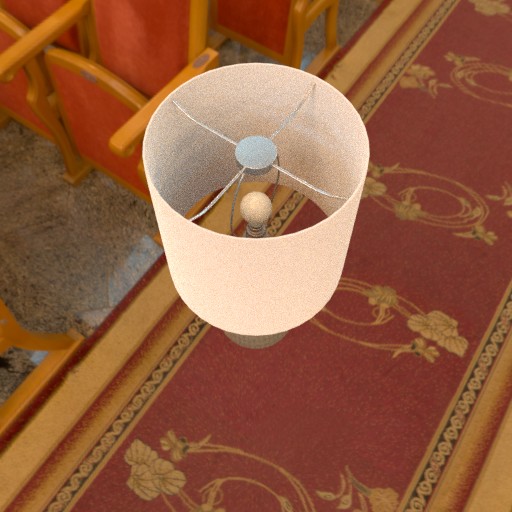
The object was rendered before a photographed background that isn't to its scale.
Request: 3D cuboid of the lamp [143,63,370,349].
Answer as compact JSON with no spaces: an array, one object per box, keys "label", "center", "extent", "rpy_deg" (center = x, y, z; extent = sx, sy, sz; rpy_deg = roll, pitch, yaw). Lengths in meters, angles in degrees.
[{"label":"lamp","center":[0.000,0.000,0.486],"extent":[0.186,0.369,0.186],"rpy_deg":[0,63,0]}]
